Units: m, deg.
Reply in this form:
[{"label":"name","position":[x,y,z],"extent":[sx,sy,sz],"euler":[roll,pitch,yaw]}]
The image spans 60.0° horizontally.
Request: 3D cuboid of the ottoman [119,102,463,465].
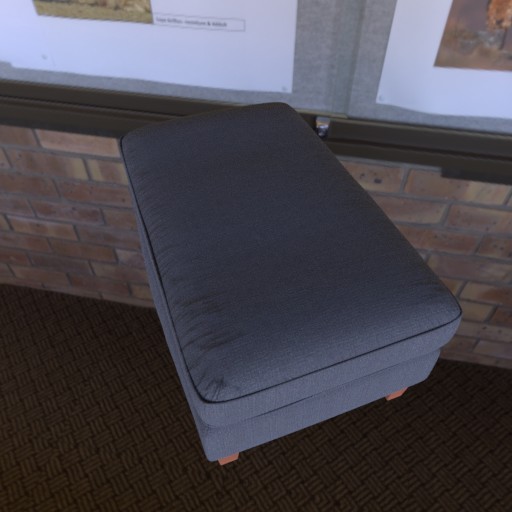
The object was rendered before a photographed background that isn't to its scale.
[{"label":"ottoman","position":[0.000,0.000,1.177],"extent":[0.570,0.438,0.885],"euler":[-15,49,-14]}]
